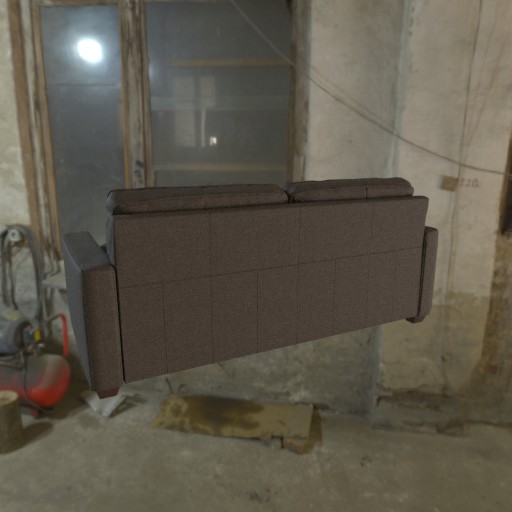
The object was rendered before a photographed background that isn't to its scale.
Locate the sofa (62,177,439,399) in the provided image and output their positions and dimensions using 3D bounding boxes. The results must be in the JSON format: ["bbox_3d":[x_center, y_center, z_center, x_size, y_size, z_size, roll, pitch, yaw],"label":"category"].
[{"bbox_3d":[0.000,0.000,2.645,2.080,0.919,0.940,-7,15,-26],"label":"sofa"}]
